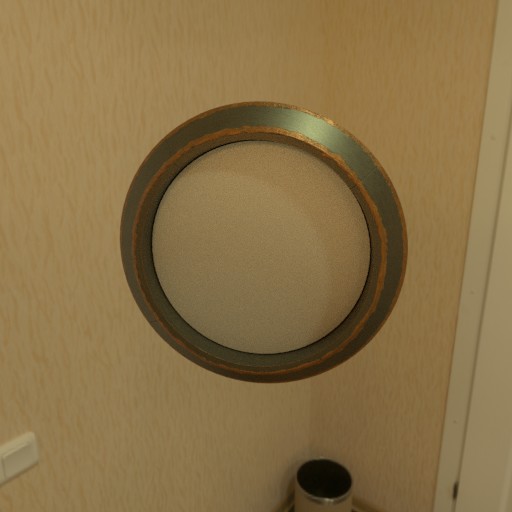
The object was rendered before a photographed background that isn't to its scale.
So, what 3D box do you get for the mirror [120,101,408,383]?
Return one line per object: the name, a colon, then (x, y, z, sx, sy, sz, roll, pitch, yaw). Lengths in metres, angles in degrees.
mirror: (0.000, 0.000, 1.370, 0.907, 0.907, 0.111, 2, 16, 8)
